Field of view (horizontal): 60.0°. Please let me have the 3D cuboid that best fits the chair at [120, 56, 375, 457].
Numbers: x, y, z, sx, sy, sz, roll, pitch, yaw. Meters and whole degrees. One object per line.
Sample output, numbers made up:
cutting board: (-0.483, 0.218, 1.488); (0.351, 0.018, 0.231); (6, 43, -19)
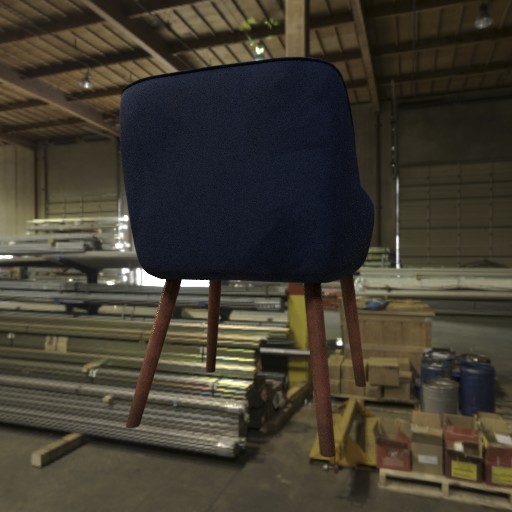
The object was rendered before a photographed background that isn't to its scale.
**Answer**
chair: (0.000, 0.000, 1.220); (0.600, 0.820, 0.600); (0, 1, 18)
